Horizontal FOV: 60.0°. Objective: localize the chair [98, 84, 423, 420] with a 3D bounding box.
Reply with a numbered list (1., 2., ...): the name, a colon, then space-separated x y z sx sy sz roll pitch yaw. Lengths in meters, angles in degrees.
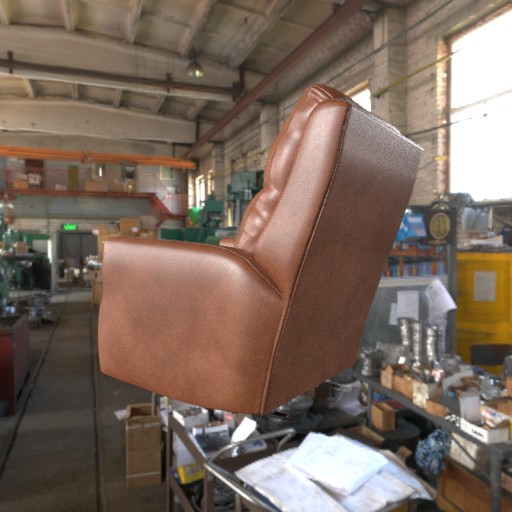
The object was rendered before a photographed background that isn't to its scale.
1. chair: 0.000 0.000 1.703 1.072 1.016 0.821 1 2 36
